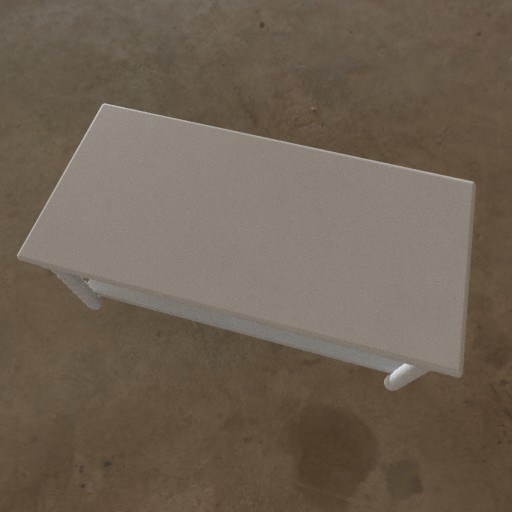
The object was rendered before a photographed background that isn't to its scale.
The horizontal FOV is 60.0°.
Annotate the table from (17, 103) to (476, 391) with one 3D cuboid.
[{"bbox_3d":[0.000,0.000,1.447,1.171,0.487,0.580,14,65,7],"label":"table"}]
